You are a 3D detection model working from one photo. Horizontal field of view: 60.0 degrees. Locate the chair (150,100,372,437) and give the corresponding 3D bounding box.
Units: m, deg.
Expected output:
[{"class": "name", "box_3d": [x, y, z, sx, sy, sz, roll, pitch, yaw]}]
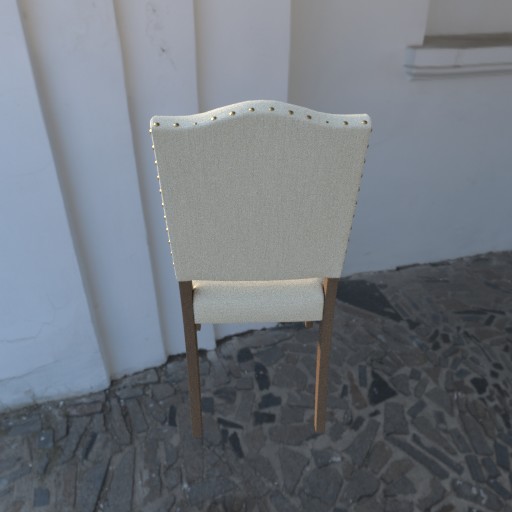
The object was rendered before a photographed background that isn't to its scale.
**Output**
[{"class": "chair", "box_3d": [0.000, 0.000, 1.350, 0.508, 1.015, 0.619, -1, 30, -2]}]
